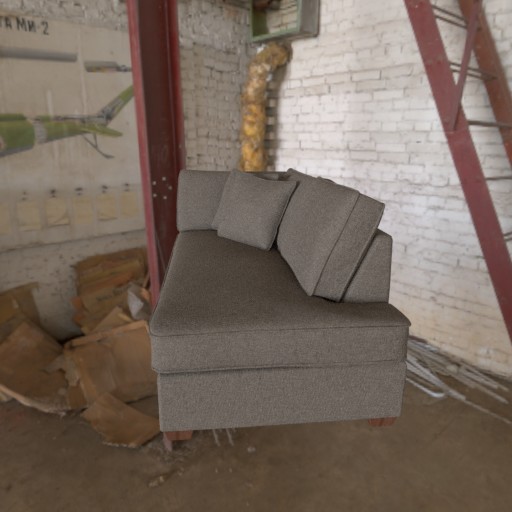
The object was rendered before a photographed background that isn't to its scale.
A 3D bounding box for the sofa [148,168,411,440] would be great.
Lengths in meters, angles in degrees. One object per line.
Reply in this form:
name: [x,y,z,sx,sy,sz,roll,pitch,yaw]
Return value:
sofa: [0.000,0.000,2.834,1.110,1.033,2.237,-2,16,-6]
